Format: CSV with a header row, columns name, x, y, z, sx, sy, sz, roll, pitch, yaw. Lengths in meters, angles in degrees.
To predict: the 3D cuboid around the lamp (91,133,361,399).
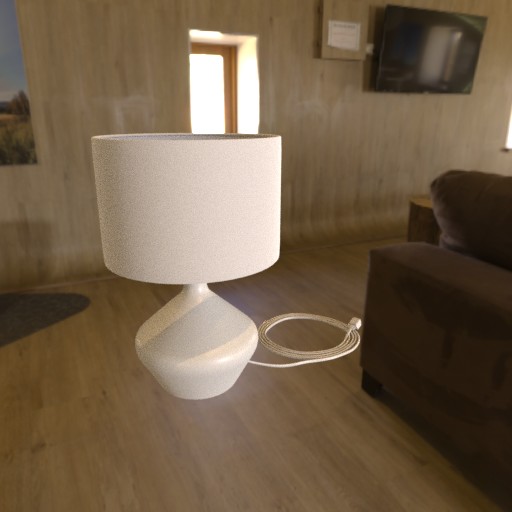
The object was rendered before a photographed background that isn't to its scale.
name,x,y,z,sx,sy,sz,roll,pitch,yaw
lamp,0.000,0.000,0.864,0.546,0.457,0.401,-3,18,-9
